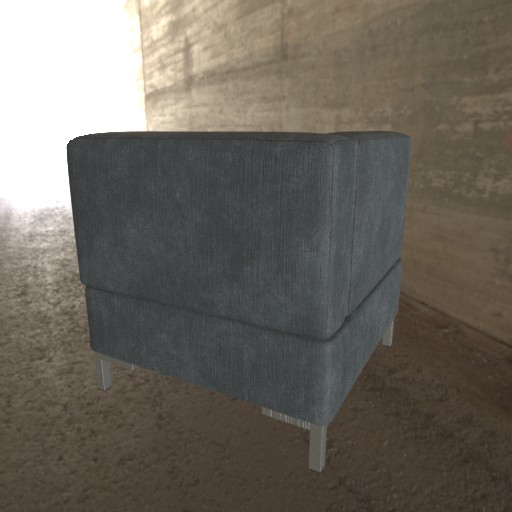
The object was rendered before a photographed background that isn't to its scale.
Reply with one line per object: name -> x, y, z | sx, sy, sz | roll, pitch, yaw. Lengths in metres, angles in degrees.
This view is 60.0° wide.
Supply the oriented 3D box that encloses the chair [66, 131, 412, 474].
chair -> 0.000, 0.000, 1.215 | 0.680, 0.660, 0.680 | 9, 18, 28
